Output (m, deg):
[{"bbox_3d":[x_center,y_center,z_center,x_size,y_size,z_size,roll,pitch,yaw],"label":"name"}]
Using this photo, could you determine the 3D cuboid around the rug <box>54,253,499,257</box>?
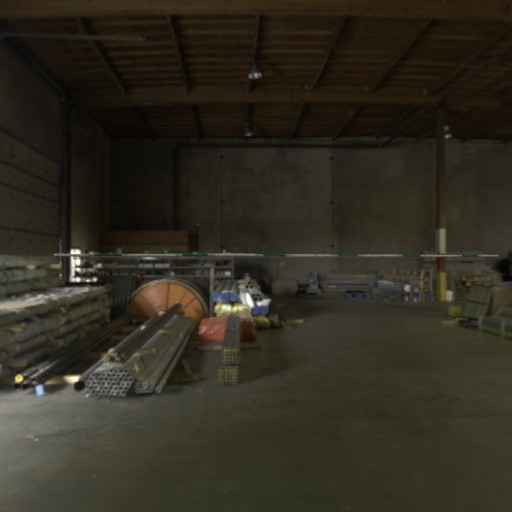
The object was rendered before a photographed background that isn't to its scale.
[{"bbox_3d":[0.000,0.000,4.011,3.041,0.019,2.434,0,0,-17],"label":"rug"}]
